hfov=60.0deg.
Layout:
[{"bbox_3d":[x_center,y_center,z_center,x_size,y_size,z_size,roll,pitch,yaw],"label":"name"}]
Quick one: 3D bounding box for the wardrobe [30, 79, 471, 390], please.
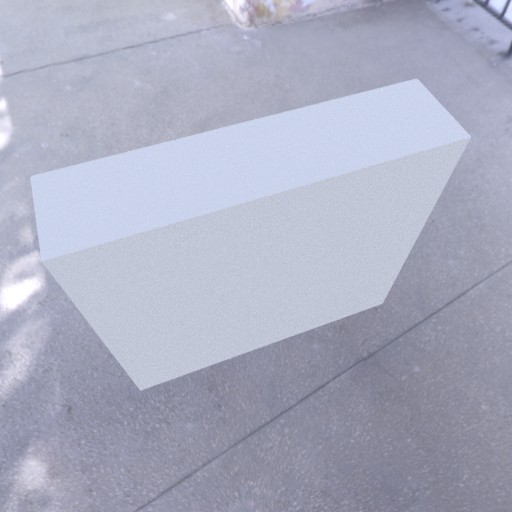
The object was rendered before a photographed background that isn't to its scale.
[{"bbox_3d":[0.000,0.000,1.890,1.340,1.200,0.360,-18,59,-11],"label":"wardrobe"}]
